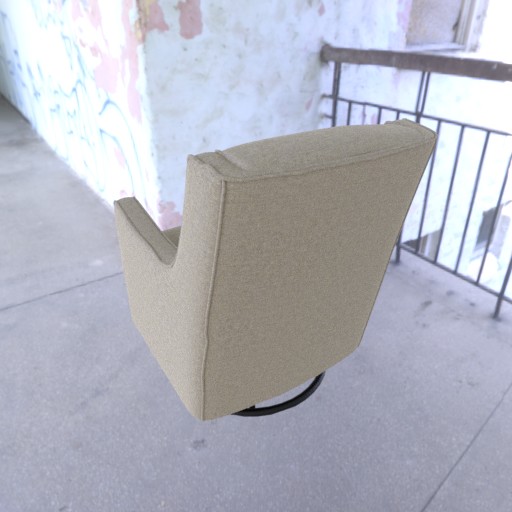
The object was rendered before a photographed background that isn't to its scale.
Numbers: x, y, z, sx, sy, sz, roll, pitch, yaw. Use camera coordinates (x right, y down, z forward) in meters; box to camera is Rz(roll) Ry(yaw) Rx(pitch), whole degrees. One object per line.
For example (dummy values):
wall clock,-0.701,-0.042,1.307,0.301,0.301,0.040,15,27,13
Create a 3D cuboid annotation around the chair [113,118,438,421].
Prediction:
chair,0.000,0.000,1.538,0.732,0.993,0.879,-17,34,-28
